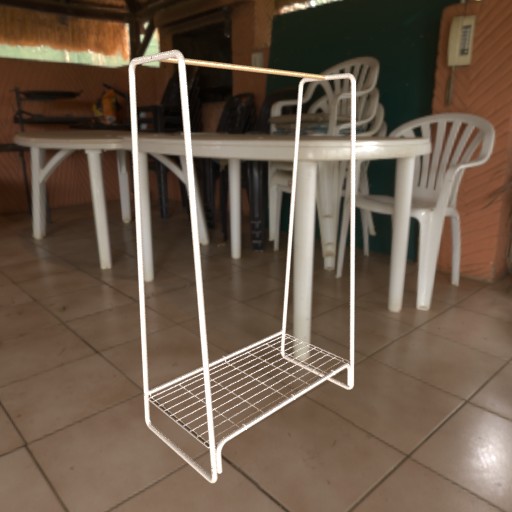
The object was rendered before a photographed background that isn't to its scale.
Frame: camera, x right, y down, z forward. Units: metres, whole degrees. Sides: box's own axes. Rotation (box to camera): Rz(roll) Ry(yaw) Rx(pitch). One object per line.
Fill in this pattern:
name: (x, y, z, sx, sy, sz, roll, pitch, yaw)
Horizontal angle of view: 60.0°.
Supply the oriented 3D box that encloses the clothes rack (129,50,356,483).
clothes rack: (0.000, 0.000, 1.894, 0.900, 1.500, 0.495, -15, 22, -42)
